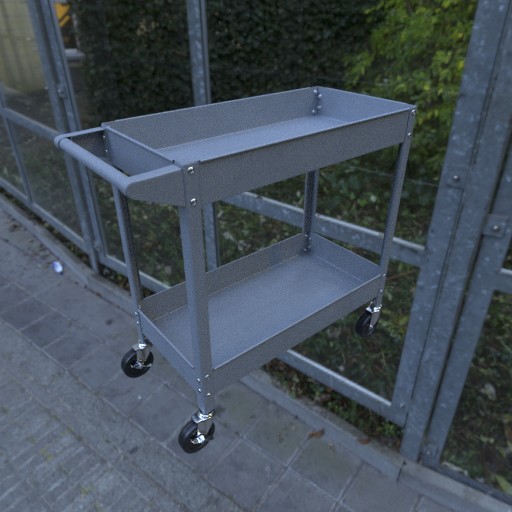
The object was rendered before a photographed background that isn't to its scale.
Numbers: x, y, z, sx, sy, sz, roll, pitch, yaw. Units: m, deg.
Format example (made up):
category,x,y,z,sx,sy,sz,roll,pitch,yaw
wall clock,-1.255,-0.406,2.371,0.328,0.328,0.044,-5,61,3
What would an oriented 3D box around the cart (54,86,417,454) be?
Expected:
category,x,y,z,sx,sy,sz,roll,pitch,yaw
cart,0.000,0.000,1.170,0.779,0.719,0.366,-23,38,-33
